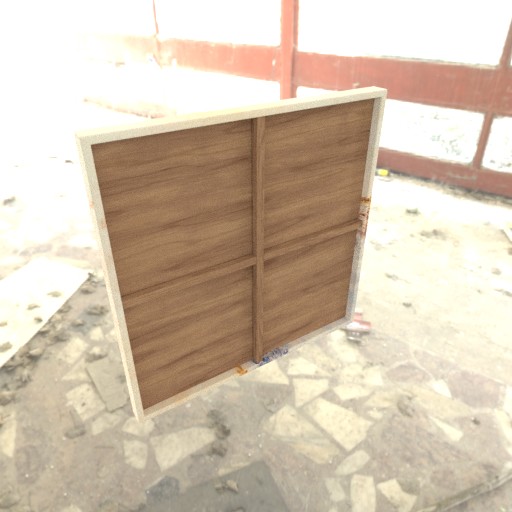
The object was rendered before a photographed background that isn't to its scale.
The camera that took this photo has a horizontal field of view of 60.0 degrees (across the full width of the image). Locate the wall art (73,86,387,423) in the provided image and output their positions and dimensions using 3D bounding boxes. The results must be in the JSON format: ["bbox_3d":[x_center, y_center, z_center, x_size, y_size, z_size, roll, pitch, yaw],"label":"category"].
[{"bbox_3d":[0.000,0.000,1.618,1.061,1.061,0.071,-19,36,-28],"label":"wall art"}]
